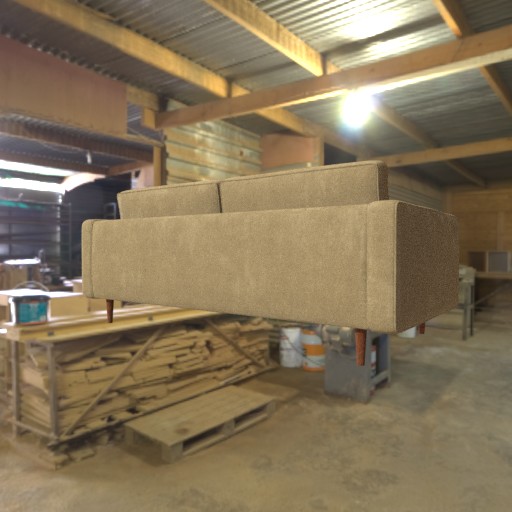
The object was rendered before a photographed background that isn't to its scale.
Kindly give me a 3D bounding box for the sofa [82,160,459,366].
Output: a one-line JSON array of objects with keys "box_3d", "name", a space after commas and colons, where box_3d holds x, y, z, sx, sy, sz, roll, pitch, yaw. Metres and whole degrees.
[{"box_3d": [0.000, 0.000, 2.367, 1.883, 0.769, 0.920, 1, 1, 37], "name": "sofa"}]
